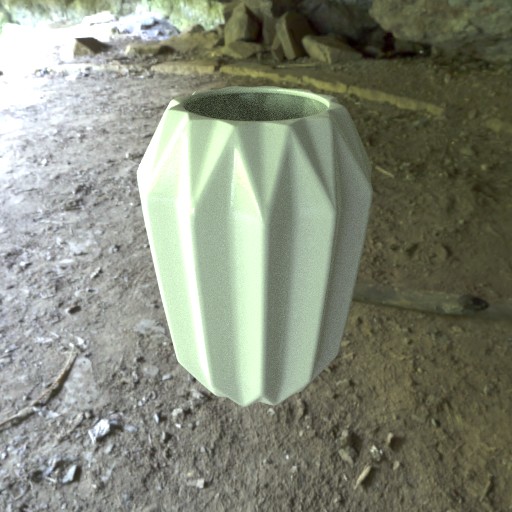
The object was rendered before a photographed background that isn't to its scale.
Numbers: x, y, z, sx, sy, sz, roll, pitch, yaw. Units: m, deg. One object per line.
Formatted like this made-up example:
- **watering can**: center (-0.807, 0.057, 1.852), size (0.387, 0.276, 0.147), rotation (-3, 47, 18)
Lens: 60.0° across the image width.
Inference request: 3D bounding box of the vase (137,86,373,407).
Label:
- **vase**: center (0.000, 0.000, 0.409), size (0.195, 0.275, 0.195), rotation (0, 32, 0)
